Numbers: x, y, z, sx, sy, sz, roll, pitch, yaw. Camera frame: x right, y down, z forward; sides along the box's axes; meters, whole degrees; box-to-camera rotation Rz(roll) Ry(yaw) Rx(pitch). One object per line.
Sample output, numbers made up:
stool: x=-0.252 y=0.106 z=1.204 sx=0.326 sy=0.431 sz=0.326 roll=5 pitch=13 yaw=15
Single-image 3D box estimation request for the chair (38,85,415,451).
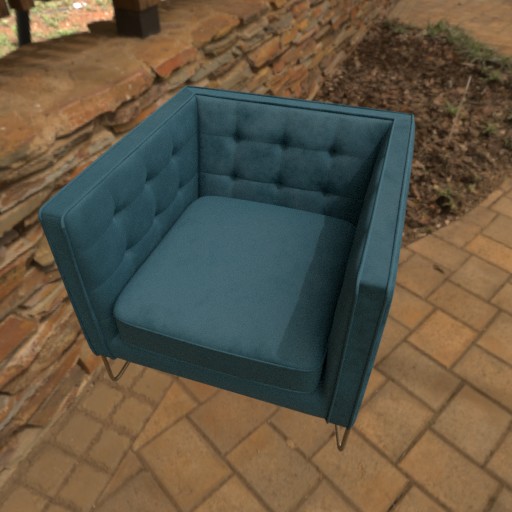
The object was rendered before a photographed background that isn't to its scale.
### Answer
chair: x=0.000 y=0.000 z=1.535 sx=0.880 sy=0.790 sz=0.894 roll=12 pitch=43 yaw=14
